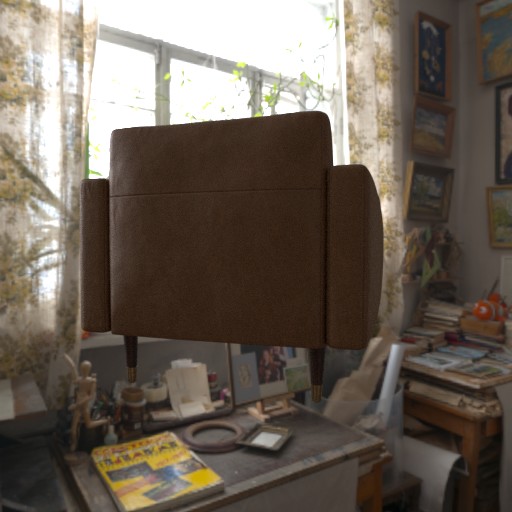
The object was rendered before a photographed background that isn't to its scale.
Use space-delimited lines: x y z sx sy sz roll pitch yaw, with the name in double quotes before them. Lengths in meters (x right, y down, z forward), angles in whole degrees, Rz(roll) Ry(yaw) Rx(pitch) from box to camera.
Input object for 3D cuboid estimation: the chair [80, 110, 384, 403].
"chair" 0.000 0.000 1.734 0.953 0.819 0.998 0 1 17
